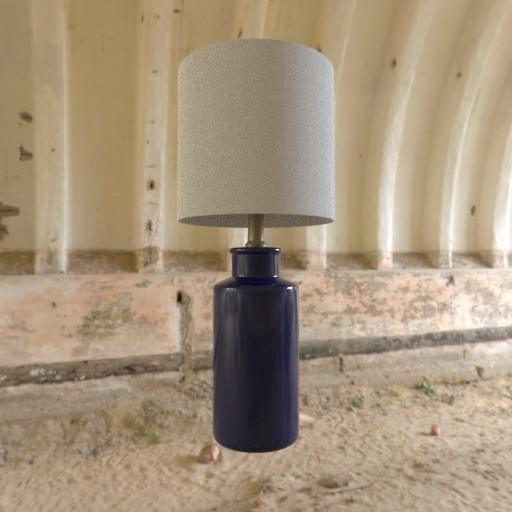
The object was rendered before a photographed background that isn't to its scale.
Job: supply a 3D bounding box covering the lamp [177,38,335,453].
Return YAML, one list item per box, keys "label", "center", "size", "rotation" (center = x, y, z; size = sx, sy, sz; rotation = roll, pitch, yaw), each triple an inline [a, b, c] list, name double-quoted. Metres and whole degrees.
- label: "lamp"
  center: [0.000, 0.000, 0.606]
  size: [0.212, 0.493, 0.212]
  rotation: [-1, -1, 36]
